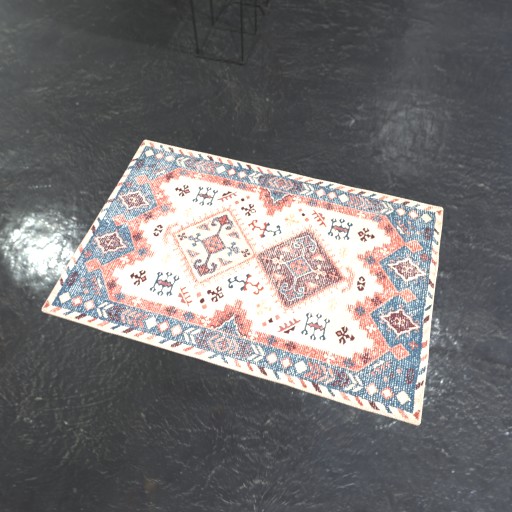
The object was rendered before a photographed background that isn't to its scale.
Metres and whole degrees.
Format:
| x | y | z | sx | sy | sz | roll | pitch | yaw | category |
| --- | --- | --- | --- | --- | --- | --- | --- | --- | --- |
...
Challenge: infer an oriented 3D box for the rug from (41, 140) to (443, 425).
| x | y | z | sx | sy | sz | roll | pitch | yaw | category |
| --- | --- | --- | --- | --- | --- | --- | --- | --- | --- |
| 0.000 | 0.000 | 2.329 | 1.840 | 0.015 | 1.225 | 15 | 60 | 9 | rug |
